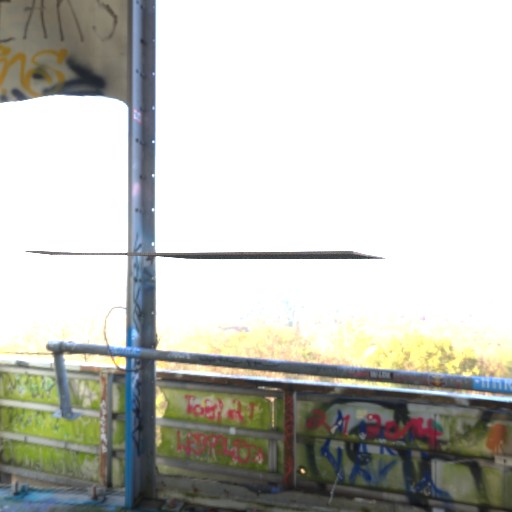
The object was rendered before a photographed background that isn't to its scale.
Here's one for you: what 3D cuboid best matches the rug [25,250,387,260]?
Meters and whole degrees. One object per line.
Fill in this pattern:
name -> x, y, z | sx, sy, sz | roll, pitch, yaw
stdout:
rug -> 0.000, 0.000, 2.323 | 1.230, 0.025, 1.837 | 0, -1, 19
